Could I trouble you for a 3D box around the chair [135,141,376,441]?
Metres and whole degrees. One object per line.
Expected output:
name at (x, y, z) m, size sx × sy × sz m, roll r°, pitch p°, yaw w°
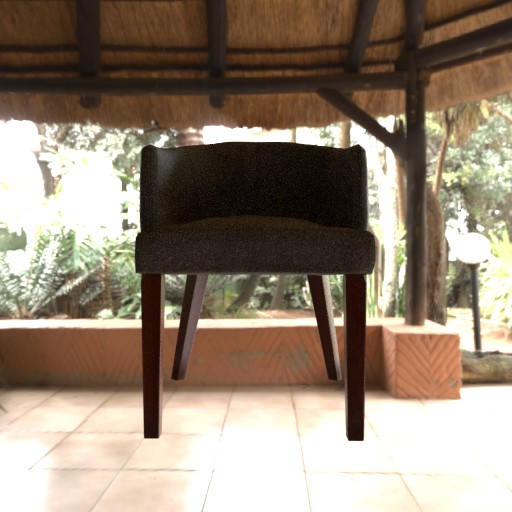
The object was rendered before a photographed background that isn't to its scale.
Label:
chair at (0.000, 0.000, 1.270) m, size 0.583 × 0.811 × 0.655 m, roll 0°, pitch 0°, yaw 1°
